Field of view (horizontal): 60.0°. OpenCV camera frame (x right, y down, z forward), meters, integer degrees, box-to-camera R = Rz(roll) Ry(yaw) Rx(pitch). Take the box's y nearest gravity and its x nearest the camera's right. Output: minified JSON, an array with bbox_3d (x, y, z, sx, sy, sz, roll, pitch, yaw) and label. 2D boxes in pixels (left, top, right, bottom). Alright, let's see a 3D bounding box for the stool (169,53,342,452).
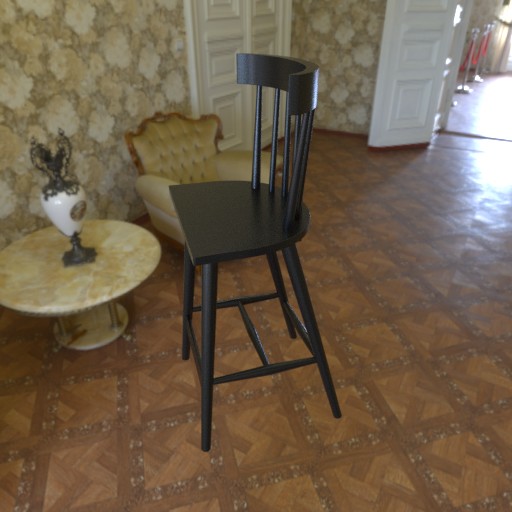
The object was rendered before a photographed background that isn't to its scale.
[{"bbox_3d":[0.000,0.000,1.357,0.483,1.092,0.482,-8,31,-14],"label":"stool"}]
